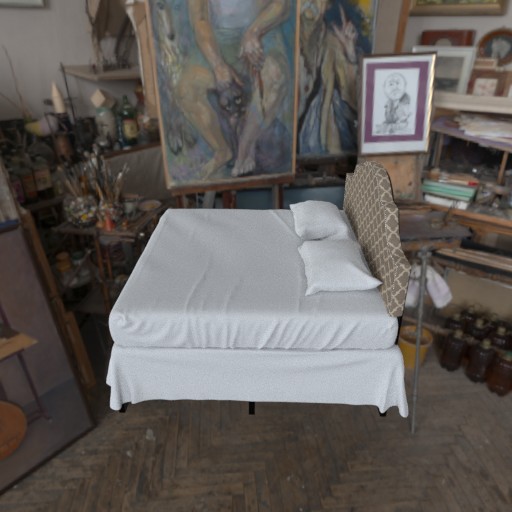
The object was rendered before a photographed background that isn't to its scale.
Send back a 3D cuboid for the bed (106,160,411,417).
[{"bbox_3d":[0.000,0.000,3.804,2.222,1.601,2.314,0,27,1],"label":"bed"}]
